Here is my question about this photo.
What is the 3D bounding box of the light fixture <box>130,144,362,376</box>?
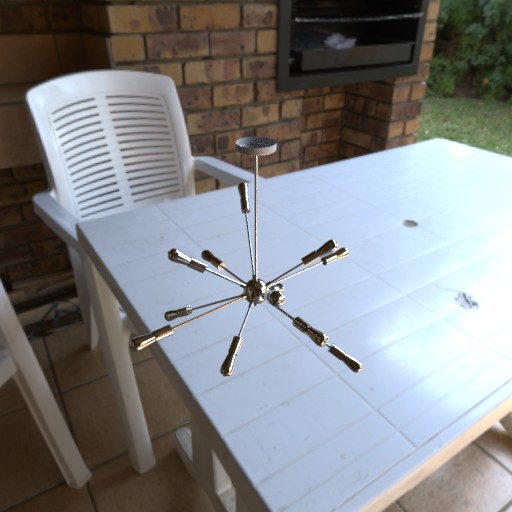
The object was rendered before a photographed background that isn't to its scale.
[{"bbox_3d":[0.000,0.000,1.080,0.684,0.558,0.509,-21,36,-32],"label":"light fixture"}]
